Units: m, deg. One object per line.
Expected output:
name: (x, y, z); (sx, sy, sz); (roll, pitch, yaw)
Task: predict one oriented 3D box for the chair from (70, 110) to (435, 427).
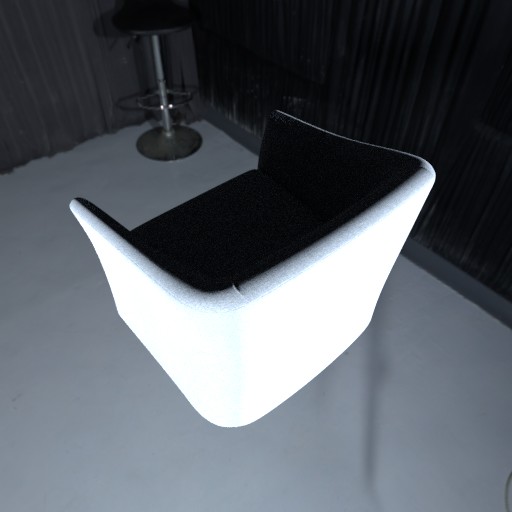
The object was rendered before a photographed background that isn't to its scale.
chair: (0.000, 0.000, 1.375); (0.790, 0.720, 0.700); (-32, 54, -26)
